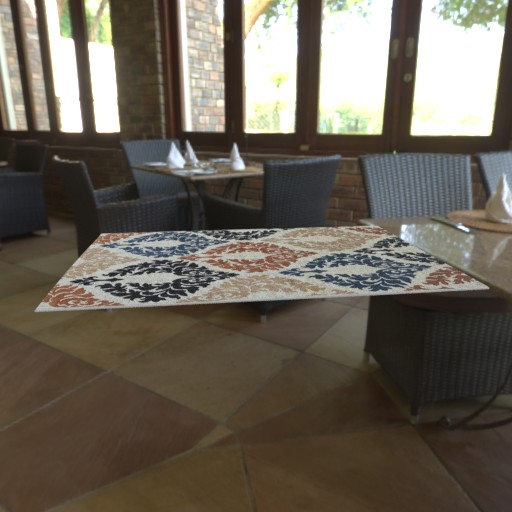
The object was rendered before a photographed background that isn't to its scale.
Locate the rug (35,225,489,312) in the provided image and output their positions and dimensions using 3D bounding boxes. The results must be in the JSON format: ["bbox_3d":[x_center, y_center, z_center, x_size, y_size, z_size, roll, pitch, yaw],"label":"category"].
[{"bbox_3d":[0.000,0.000,2.900,2.275,0.014,1.514,-2,17,-7],"label":"rug"}]
